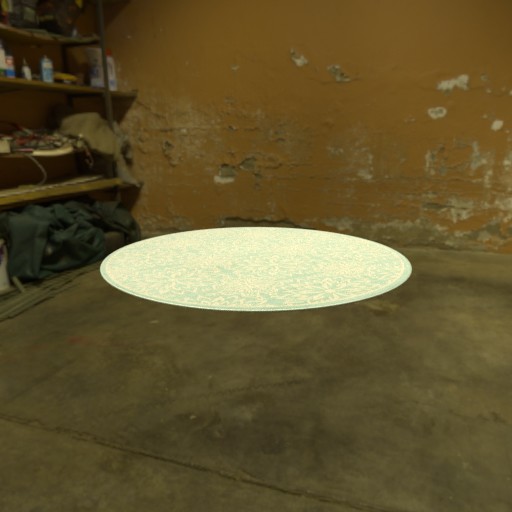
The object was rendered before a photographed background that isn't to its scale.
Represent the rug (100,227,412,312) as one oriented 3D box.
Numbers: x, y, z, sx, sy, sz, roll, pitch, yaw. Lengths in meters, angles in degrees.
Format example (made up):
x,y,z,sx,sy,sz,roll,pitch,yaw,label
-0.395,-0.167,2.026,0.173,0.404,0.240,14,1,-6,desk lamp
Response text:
x,y,z,sx,sy,sz,roll,pitch,yaw,label
0.000,0.000,2.390,1.593,0.012,1.593,0,15,0,rug
